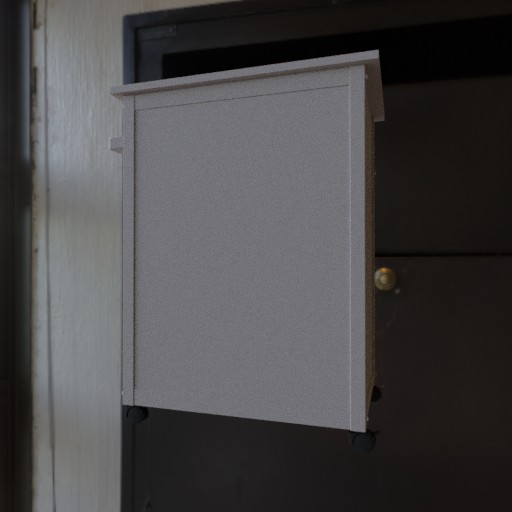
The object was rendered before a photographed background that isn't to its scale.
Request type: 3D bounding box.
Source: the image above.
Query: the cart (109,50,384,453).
[{"bbox_3d":[0.000,0.000,1.244,0.683,0.864,0.442,0,-1,18],"label":"cart"}]
